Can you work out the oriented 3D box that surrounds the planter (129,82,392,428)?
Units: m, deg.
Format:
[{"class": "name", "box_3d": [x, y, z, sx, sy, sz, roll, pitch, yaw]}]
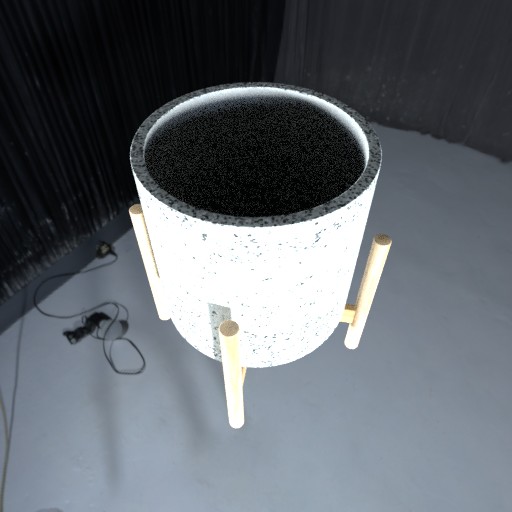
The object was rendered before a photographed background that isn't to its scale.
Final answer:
[{"class": "planter", "box_3d": [0.000, 0.000, 0.698, 0.360, 0.419, 0.360, 25, 53, 21]}]
